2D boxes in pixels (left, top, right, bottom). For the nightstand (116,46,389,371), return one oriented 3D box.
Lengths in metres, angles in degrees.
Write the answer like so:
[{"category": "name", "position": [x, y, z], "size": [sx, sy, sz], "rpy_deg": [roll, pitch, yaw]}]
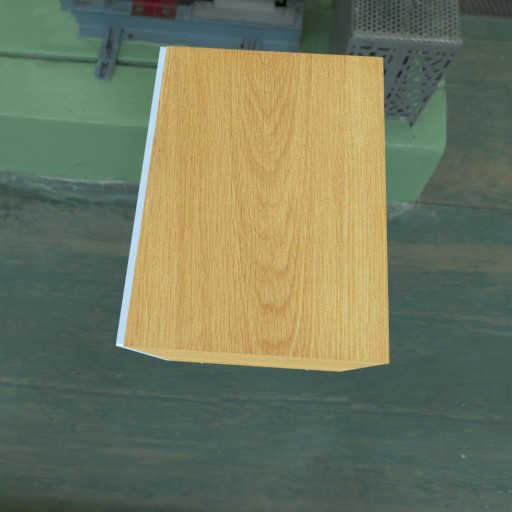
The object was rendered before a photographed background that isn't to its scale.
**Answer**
[{"category": "nightstand", "position": [0.000, 0.000, 0.829], "size": [0.316, 0.601, 0.400], "rpy_deg": [3, 74, 1]}]
